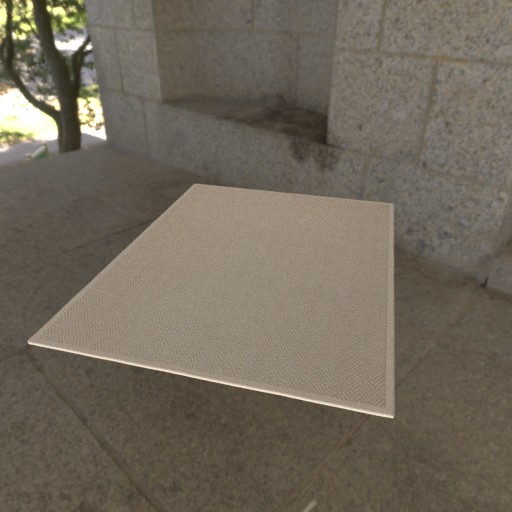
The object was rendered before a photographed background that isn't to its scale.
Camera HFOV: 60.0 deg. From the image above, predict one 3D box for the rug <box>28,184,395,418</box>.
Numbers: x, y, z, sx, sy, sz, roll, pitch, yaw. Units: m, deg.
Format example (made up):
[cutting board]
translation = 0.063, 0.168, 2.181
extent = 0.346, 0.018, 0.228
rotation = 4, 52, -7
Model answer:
[rug]
translation = 0.000, 0.000, 4.000
extent = 2.407, 0.020, 3.051
rotation = 8, 31, 13
